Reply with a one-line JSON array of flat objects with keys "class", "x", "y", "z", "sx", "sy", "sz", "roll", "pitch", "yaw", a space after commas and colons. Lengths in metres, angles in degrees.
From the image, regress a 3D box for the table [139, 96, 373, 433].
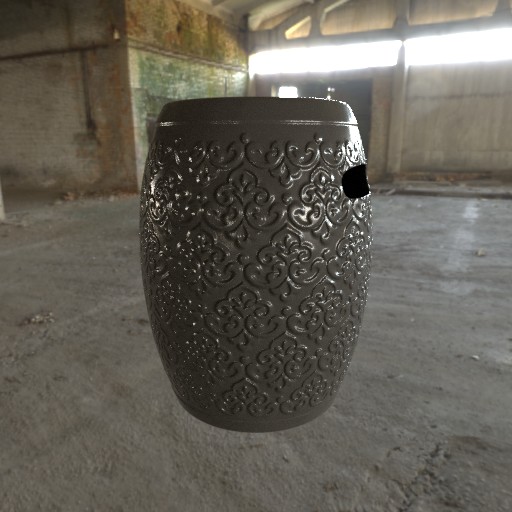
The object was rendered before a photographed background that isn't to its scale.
[{"class": "table", "x": 0.000, "y": 0.000, "z": 0.611, "sx": 0.309, "sy": 0.397, "sz": 0.309, "roll": 0, "pitch": 14, "yaw": 0}]
